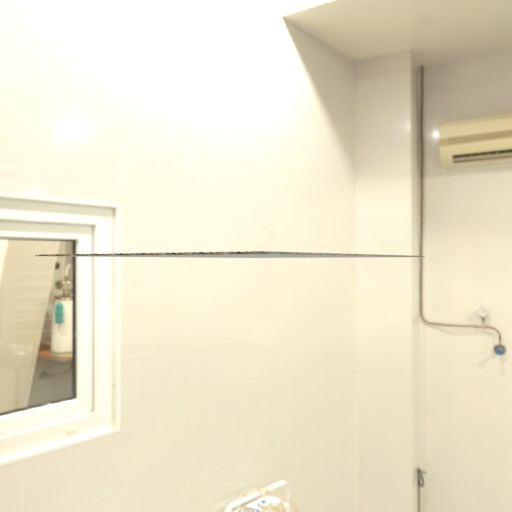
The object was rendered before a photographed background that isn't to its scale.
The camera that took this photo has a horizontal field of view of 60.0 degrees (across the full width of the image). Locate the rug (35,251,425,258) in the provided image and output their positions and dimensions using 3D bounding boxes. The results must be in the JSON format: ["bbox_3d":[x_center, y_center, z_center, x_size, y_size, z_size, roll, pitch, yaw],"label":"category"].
[{"bbox_3d":[0.000,0.000,2.353,1.278,0.009,1.730,0,-1,37],"label":"rug"}]
